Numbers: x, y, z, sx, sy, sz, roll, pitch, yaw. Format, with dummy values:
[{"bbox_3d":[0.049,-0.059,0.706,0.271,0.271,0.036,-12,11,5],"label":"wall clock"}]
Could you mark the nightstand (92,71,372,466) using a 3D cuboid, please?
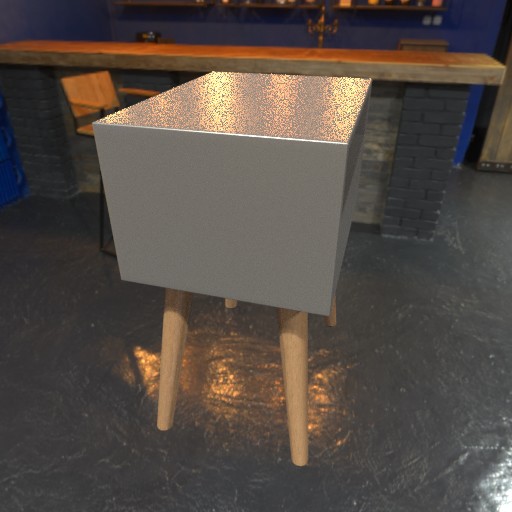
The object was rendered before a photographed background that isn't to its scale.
[{"bbox_3d":[0.000,0.000,0.734,0.288,0.508,0.370,8,32,14],"label":"nightstand"}]
